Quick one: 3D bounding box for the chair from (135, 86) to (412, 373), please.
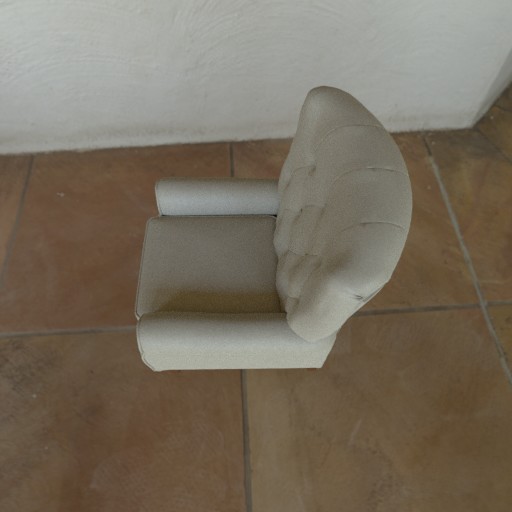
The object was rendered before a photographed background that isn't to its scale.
[{"bbox_3d":[0.000,0.000,1.953,1.059,1.158,0.943,-1,58,0],"label":"chair"}]
